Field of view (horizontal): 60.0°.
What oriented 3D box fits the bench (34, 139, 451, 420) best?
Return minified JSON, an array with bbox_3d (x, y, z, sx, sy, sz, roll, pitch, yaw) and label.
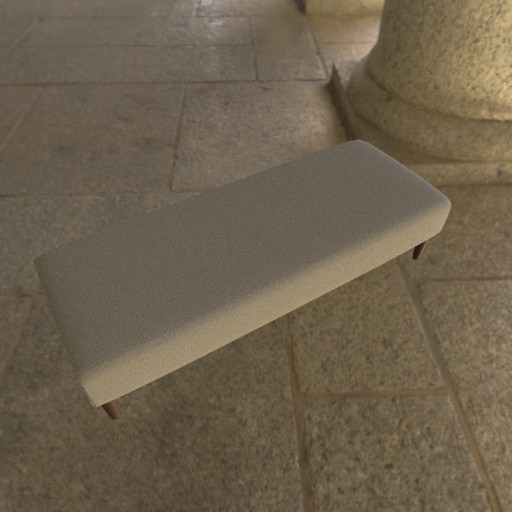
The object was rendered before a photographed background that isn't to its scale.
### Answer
[{"bbox_3d":[0.000,0.000,1.889,1.609,0.393,0.646,-24,50,-21],"label":"bench"}]
